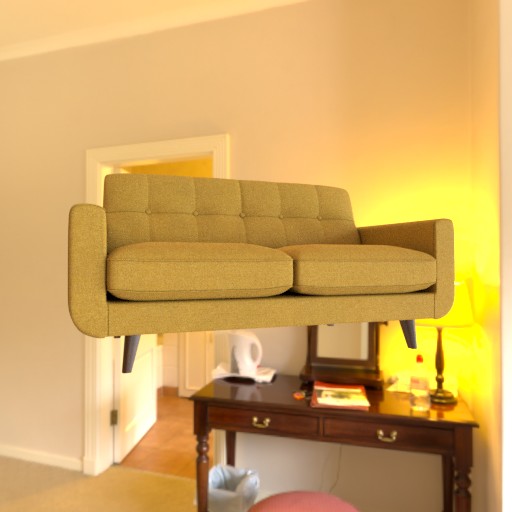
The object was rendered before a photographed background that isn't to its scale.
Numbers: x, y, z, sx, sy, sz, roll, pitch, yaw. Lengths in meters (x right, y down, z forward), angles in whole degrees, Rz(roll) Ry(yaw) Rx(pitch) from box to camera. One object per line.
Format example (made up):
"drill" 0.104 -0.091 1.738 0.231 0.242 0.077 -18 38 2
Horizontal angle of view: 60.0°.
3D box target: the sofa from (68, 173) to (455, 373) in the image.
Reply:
"sofa" 0.000 0.000 2.140 1.631 0.841 0.909 0 -1 -20
